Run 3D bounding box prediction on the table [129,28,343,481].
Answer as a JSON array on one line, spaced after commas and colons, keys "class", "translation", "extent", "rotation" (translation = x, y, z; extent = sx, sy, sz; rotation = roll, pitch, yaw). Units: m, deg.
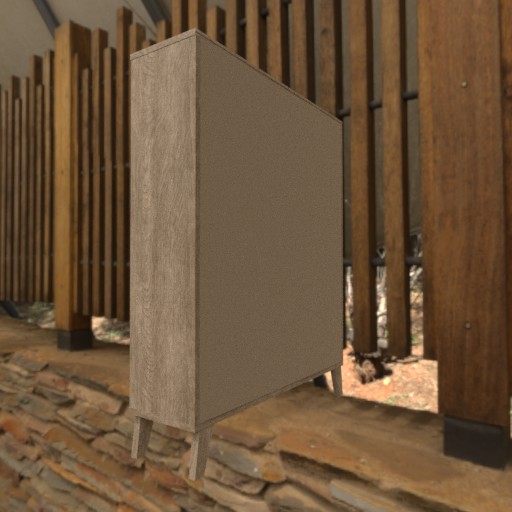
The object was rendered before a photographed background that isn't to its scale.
[{"class": "table", "translation": [0.000, 0.000, 1.551], "extent": [0.256, 1.135, 0.902], "rotation": [-1, -1, 35]}]
